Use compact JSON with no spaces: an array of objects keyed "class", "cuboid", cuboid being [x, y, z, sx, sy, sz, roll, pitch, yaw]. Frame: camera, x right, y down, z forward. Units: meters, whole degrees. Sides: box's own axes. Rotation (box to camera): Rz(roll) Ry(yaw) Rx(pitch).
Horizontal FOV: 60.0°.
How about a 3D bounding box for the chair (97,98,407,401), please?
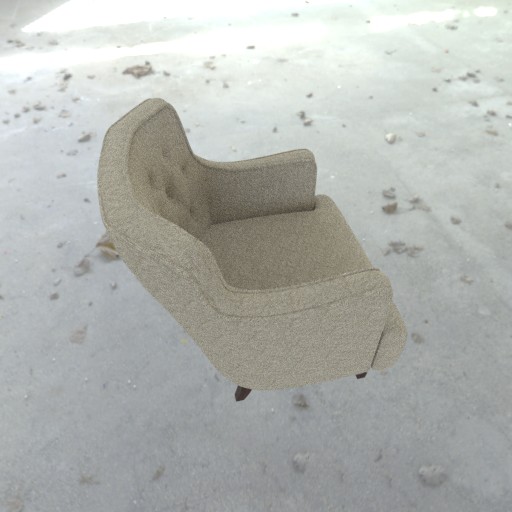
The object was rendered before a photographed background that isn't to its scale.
[{"class":"chair","cuboid":[0.000,0.000,1.641,0.910,0.920,0.820,-10,46,-9]}]
